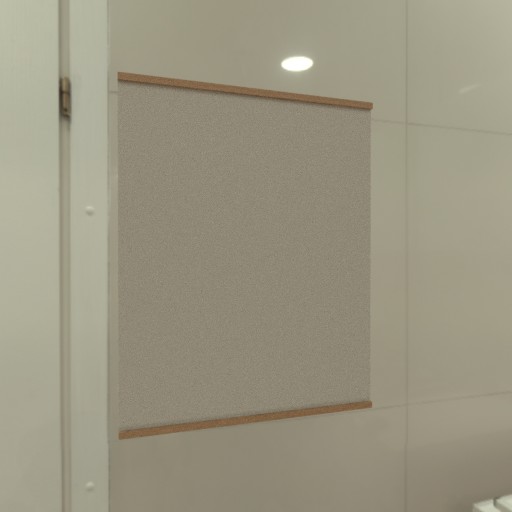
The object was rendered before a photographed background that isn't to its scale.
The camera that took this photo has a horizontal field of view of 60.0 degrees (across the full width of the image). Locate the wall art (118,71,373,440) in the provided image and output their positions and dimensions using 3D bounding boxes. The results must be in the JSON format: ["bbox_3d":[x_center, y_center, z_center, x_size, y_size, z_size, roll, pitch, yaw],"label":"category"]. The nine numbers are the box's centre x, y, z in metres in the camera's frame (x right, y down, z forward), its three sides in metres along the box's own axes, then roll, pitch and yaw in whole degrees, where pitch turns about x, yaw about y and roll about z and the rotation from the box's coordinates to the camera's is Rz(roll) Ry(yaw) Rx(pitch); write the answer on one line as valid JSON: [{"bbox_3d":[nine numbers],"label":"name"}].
[{"bbox_3d":[0.000,0.000,0.681,0.405,0.508,0.012,0,1,-18],"label":"wall art"}]
